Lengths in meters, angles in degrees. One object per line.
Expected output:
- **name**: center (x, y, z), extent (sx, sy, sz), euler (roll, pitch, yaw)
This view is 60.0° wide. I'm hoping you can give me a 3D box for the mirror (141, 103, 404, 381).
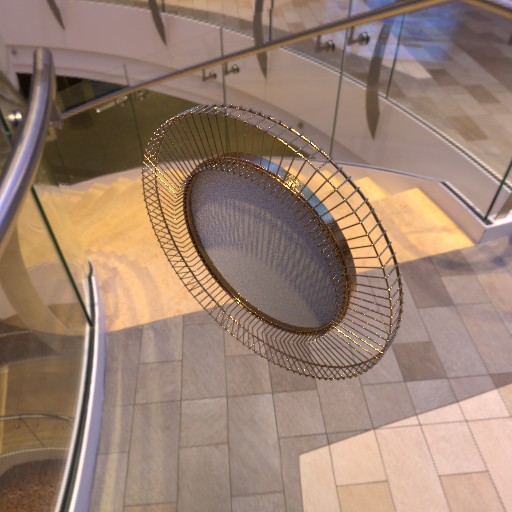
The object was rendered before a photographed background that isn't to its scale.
- **mirror**: center (0.000, 0.000, 1.027), extent (0.703, 0.703, 0.067), euler (29, 52, 26)
